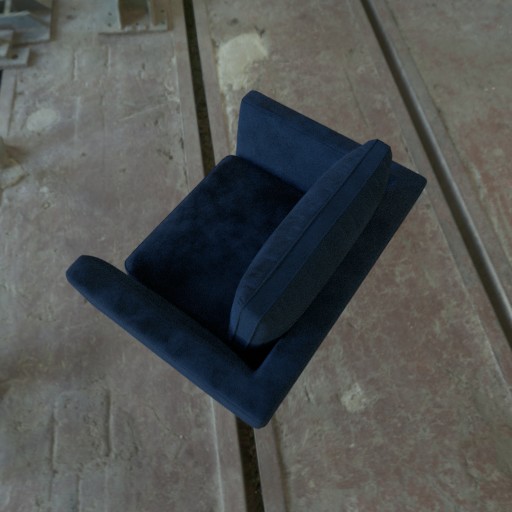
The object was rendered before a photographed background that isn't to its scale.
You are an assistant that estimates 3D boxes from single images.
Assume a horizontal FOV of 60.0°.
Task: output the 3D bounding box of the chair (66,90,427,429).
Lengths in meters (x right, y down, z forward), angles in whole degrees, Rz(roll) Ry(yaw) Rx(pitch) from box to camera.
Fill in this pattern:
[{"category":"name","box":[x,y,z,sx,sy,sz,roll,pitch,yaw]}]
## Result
[{"category":"chair","box":[0.000,0.000,1.601,0.746,0.893,0.977,33,67,16]}]
